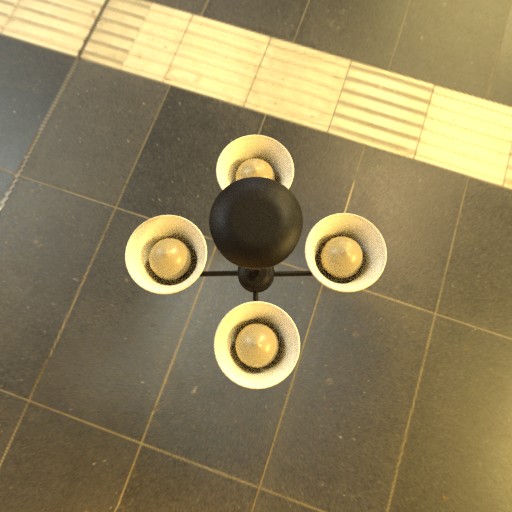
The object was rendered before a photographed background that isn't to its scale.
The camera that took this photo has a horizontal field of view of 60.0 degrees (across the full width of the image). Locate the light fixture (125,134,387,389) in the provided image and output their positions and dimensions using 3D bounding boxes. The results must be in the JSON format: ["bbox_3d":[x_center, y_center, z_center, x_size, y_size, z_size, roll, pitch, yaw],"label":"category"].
[{"bbox_3d":[0.000,0.000,1.864,1.069,0.925,1.069,-1,76,0],"label":"light fixture"}]
